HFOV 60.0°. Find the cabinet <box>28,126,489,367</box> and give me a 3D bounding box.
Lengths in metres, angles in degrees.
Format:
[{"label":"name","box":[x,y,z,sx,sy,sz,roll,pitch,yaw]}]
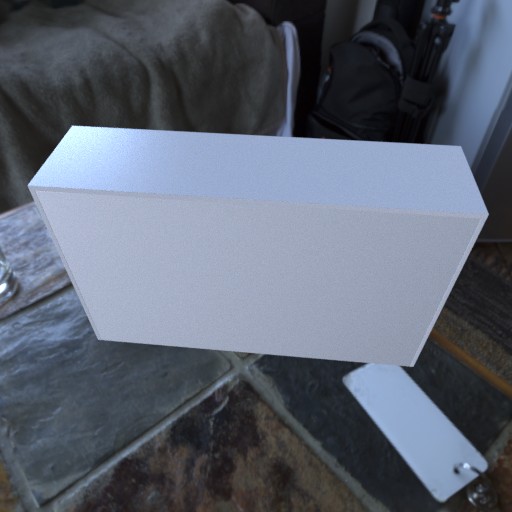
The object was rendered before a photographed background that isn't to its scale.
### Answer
[{"label":"cabinet","box":[0.000,0.000,1.842,1.450,0.900,0.380,4,46,4]}]
